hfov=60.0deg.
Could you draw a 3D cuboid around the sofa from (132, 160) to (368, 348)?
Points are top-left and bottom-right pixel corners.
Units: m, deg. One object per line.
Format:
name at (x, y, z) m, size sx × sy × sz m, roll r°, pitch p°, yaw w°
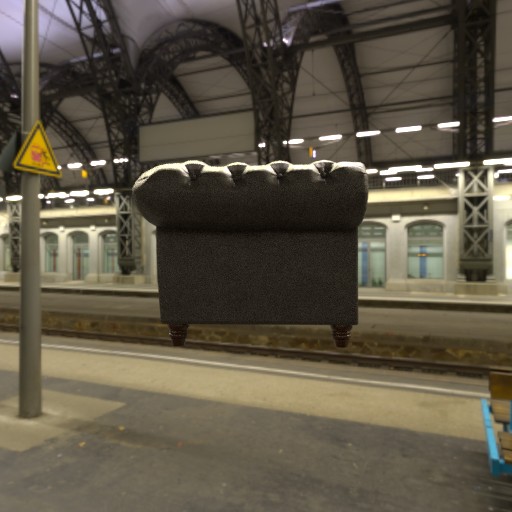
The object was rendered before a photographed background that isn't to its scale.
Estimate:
sofa at (0.000, 0.000, 2.843) m, size 0.944 × 0.783 × 2.385 m, roll 0°, pitch 0°, yaw 2°
